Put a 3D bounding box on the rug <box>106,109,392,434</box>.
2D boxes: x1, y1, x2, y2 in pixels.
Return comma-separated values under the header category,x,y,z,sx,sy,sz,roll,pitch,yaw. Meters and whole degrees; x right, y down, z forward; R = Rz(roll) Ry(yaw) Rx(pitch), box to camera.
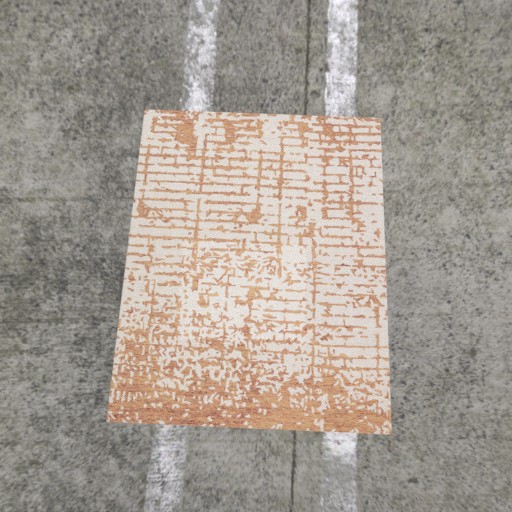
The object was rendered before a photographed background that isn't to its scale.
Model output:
category,x,y,z,sx,sy,sz,roll,pitch,yaw
rug,0.000,0.000,4.185,2.441,0.011,3.050,2,75,1
